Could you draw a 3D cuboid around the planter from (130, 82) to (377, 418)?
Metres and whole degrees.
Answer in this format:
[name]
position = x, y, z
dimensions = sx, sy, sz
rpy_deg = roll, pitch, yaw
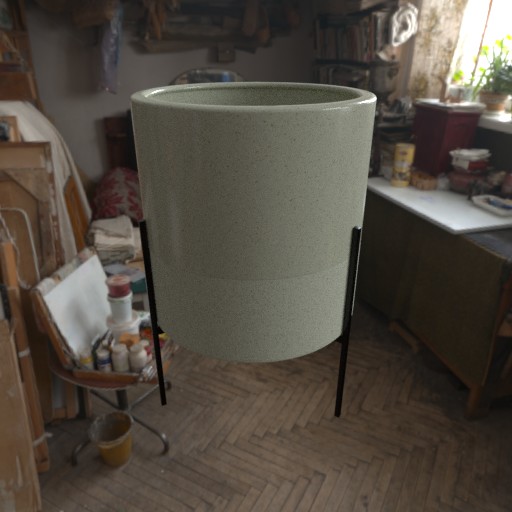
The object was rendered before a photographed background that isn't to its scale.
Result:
[planter]
position = 0.000, 0.000, 0.680
dimensions = 0.323, 0.475, 0.314
rpy_deg = 17, 31, 31
